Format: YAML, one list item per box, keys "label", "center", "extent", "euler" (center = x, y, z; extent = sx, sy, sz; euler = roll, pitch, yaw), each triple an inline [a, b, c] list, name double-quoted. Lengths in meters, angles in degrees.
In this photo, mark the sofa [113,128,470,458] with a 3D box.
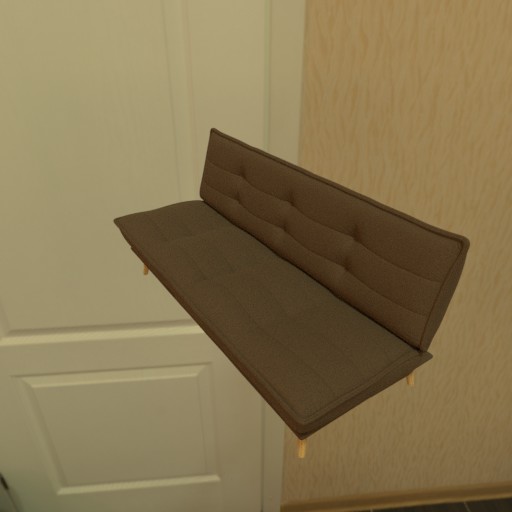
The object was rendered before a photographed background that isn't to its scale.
- label: "sofa"
  center: [0.000, 0.000, 2.402]
  extent: [0.950, 0.890, 1.940]
  euler: [-19, 36, -29]
